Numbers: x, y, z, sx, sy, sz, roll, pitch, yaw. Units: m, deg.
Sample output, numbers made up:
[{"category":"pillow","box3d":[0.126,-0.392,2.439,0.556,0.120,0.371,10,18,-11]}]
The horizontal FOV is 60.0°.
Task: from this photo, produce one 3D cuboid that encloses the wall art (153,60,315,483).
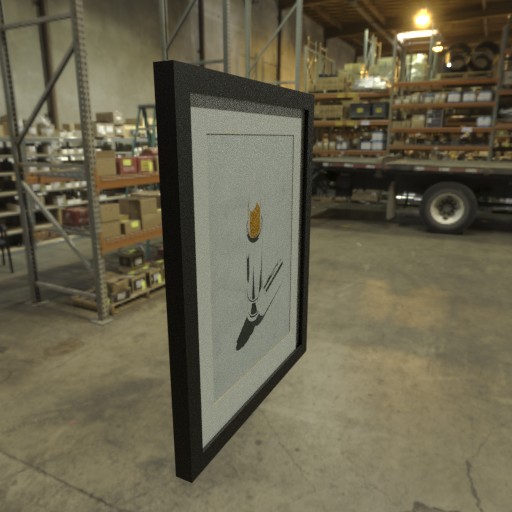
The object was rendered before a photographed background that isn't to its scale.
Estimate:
[{"category":"wall art","box3d":[0.000,0.000,0.763,0.029,0.559,0.457,7,17,26]}]
